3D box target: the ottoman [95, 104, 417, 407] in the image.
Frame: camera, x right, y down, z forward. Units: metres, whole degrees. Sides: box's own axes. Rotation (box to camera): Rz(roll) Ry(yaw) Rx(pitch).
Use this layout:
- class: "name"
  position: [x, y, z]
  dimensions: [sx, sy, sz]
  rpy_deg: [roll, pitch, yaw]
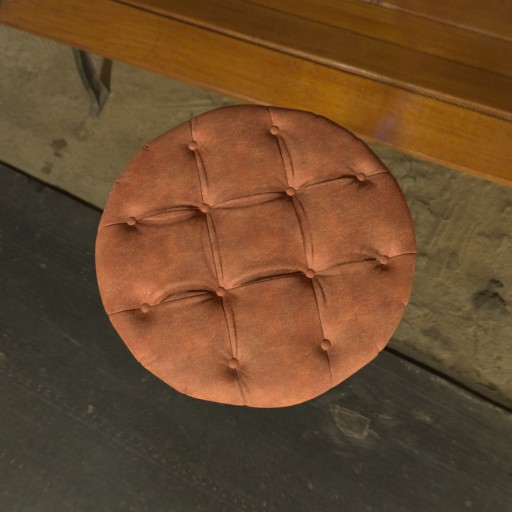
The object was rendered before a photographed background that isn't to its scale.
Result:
- class: "ottoman"
  position: [0.000, 0.000, 1.396]
  dimensions: [0.901, 0.444, 0.901]
  rpy_deg: [0, 76, 0]
